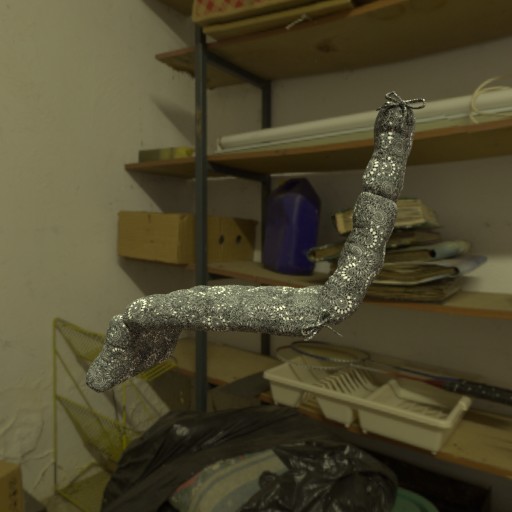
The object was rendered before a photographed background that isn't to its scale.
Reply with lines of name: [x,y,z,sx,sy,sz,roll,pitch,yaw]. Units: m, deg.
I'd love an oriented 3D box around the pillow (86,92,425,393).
pillow: [0.000,0.000,1.482,1.016,0.863,0.526,0,1,16]
